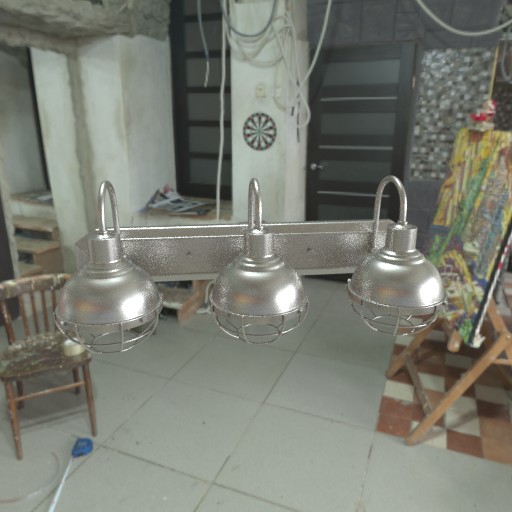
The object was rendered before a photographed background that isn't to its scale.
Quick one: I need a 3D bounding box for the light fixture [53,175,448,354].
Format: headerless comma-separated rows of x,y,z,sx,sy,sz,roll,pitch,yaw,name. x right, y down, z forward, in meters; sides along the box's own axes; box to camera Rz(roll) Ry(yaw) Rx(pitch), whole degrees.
0.000,0.000,0.741,0.634,0.254,0.229,-2,18,-7,light fixture
